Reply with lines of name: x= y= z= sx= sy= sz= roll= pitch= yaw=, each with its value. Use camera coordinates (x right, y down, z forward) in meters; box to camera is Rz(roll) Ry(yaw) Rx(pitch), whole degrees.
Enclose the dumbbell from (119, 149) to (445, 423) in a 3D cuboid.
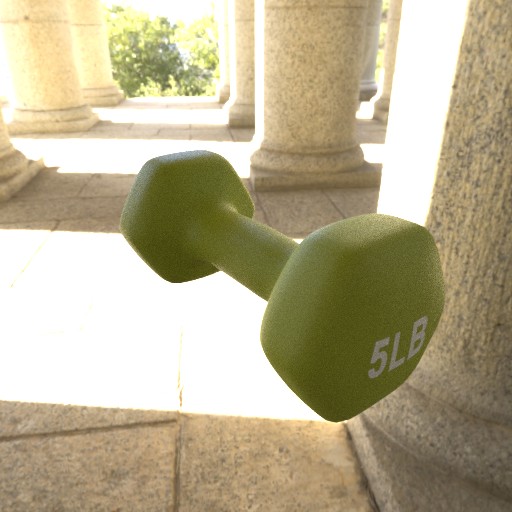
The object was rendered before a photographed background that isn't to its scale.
dumbbell: x=0.000 y=0.000 z=0.208 sx=0.080 sy=0.072 sz=0.164 roll=-18 pitch=32 yaw=-32
